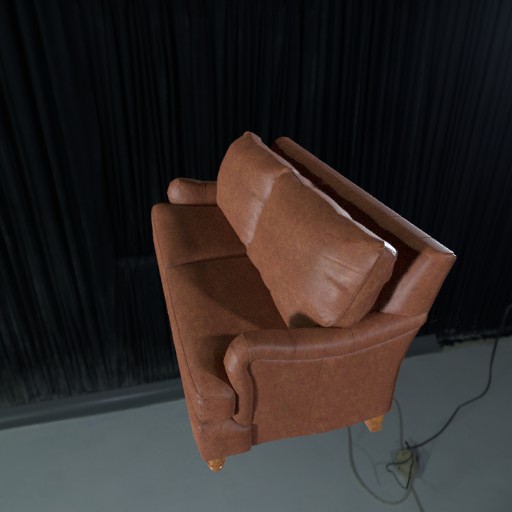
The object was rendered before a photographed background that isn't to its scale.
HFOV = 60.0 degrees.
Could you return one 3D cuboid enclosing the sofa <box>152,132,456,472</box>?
[{"bbox_3d":[0.000,0.000,2.743,1.147,1.071,2.144,-8,30,-14],"label":"sofa"}]
